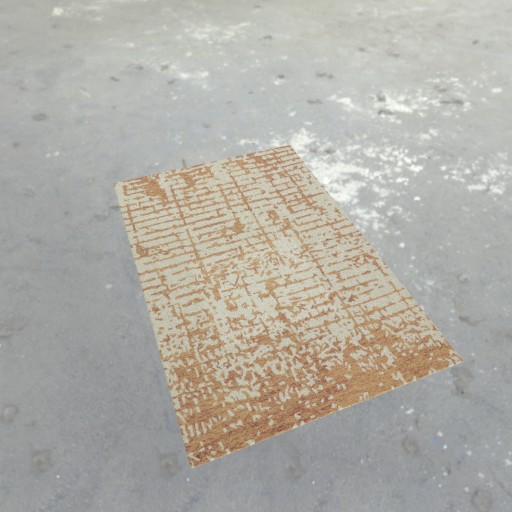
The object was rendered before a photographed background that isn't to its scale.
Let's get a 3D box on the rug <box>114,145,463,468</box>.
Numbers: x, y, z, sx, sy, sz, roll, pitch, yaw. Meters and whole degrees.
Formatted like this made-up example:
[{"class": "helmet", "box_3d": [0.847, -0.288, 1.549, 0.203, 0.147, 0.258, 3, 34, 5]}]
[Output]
[{"class": "rug", "box_3d": [0.000, 0.000, 2.357, 1.219, 0.011, 1.829, -16, 48, -14]}]
